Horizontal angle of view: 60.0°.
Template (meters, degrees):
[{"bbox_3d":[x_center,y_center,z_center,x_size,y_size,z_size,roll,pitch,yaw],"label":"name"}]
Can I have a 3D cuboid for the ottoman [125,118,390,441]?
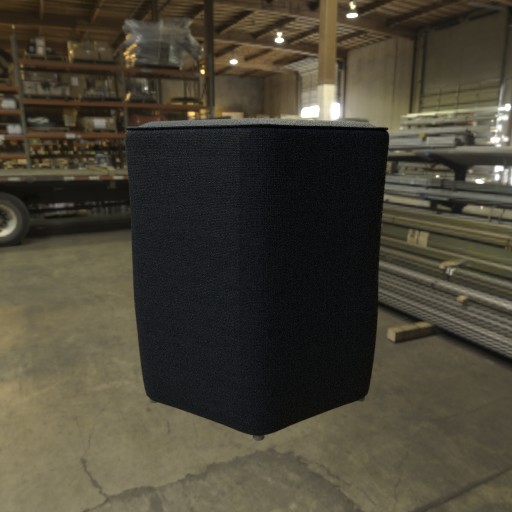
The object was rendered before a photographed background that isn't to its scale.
[{"bbox_3d":[0.000,0.000,0.886,0.492,0.505,0.454,-7,15,-26],"label":"ottoman"}]
